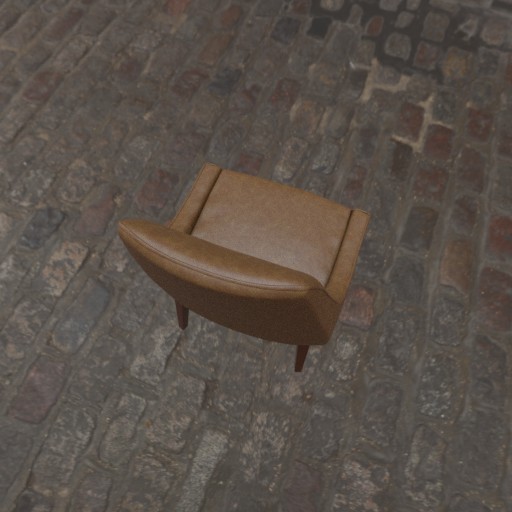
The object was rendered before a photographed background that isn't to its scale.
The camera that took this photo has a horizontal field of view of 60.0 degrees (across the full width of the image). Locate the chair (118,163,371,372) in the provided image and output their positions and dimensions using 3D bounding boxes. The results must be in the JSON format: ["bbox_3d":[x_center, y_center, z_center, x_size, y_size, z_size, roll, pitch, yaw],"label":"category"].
[{"bbox_3d":[0.000,0.000,1.213,0.529,0.861,0.544,19,65,9],"label":"chair"}]
